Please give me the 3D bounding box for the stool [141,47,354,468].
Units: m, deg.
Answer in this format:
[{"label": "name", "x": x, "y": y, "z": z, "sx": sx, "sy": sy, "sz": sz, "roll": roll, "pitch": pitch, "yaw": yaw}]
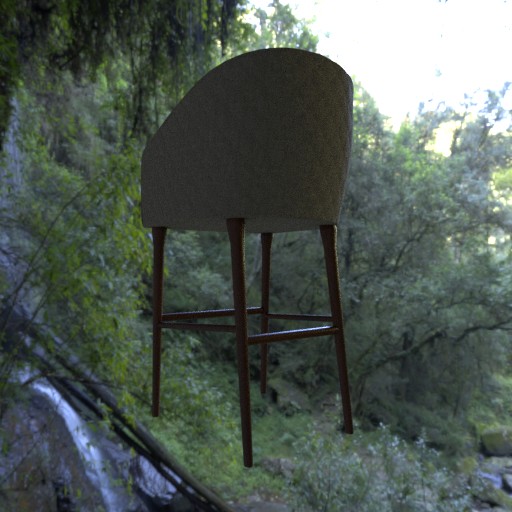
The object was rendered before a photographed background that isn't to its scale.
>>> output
[{"label": "stool", "x": 0.000, "y": 0.000, "z": 1.425, "sx": 0.559, "sy": 1.078, "sz": 0.607, "roll": 1, "pitch": -1, "yaw": -36}]
